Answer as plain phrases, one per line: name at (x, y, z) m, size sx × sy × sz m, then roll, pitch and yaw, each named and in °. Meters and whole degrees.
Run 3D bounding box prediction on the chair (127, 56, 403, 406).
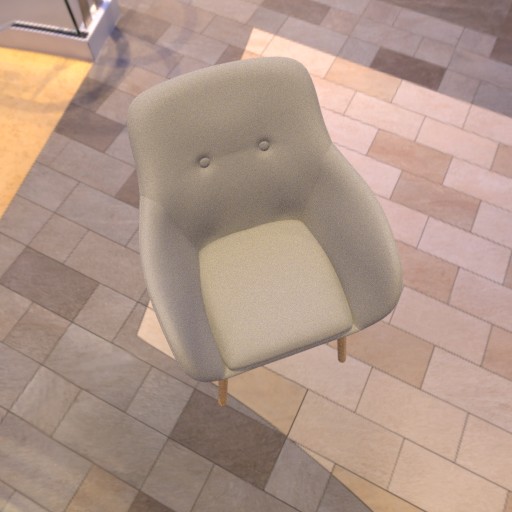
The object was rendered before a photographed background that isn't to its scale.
chair at (0.000, 0.000, 1.241) m, size 0.570 × 0.830 × 0.590 m, roll -18°, pitch 65°, yaw -8°
